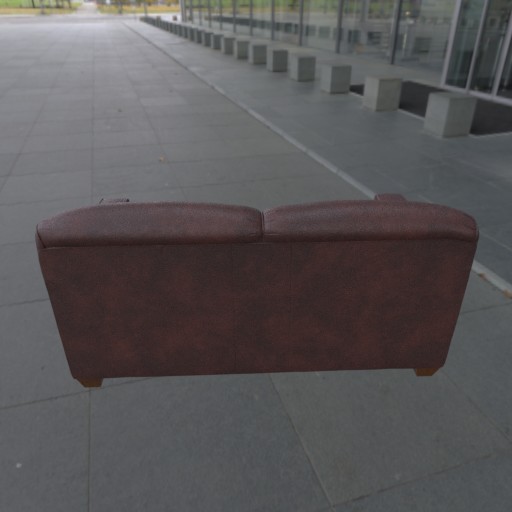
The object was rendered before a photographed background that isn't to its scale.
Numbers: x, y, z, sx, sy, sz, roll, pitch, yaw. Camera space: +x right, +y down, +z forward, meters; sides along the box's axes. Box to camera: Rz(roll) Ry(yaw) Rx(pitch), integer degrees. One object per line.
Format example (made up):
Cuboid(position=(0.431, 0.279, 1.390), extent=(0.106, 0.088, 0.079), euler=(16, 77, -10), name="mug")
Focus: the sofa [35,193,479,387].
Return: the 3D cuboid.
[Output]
Cuboid(position=(0.000, 0.000, 2.397), extent=(1.856, 0.966, 1.000), euler=(-1, 30, -2), name="sofa")
